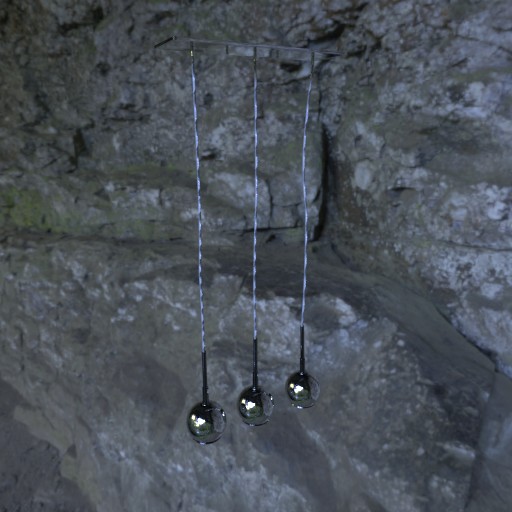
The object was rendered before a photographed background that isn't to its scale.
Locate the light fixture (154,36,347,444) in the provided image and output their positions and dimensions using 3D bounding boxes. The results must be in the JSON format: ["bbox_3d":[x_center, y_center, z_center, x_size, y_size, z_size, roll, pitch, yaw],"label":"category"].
[{"bbox_3d":[0.000,0.000,1.649,0.623,1.408,0.188,-9,19,-27],"label":"light fixture"}]
